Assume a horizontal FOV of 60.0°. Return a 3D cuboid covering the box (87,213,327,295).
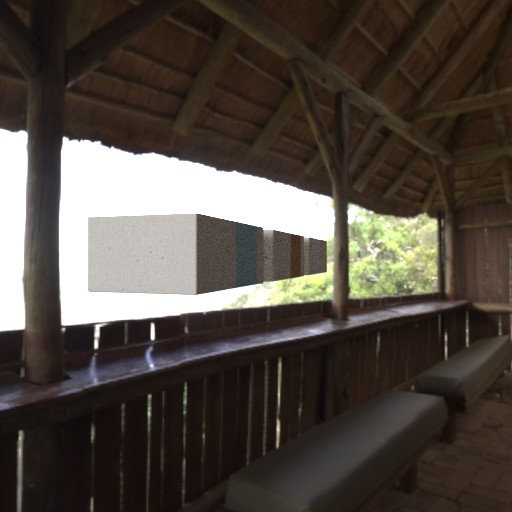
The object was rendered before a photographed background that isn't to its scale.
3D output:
[{"bbox_3d":[0.000,0.000,0.501,0.082,0.051,0.461,0,0,19],"label":"box"}]
